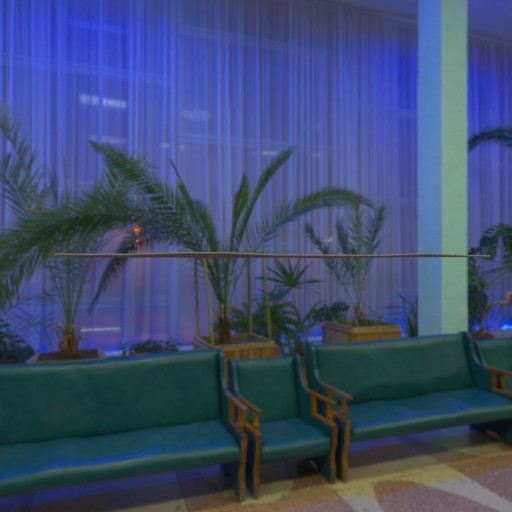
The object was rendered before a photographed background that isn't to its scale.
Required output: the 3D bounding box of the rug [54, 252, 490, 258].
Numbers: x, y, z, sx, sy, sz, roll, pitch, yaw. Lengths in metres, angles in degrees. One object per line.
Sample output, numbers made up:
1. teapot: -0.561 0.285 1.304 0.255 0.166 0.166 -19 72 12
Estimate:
1. rug: 0.000 0.000 4.347 3.333 0.027 2.428 0 -1 -18
